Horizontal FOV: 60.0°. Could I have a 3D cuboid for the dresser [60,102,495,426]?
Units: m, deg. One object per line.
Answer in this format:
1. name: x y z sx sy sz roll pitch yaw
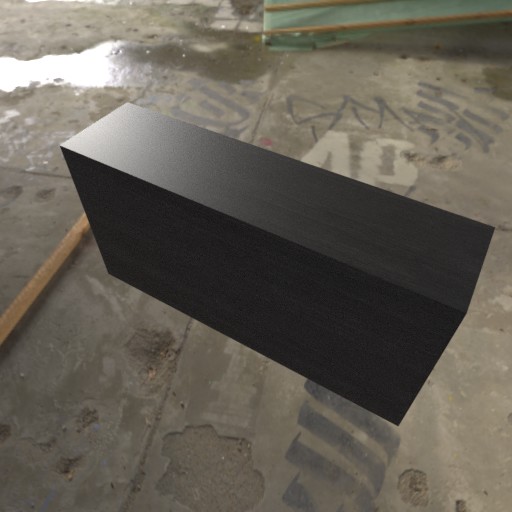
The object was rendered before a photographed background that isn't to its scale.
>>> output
1. dresser: 0.000 0.000 1.905 1.590 0.795 0.400 24 52 20
